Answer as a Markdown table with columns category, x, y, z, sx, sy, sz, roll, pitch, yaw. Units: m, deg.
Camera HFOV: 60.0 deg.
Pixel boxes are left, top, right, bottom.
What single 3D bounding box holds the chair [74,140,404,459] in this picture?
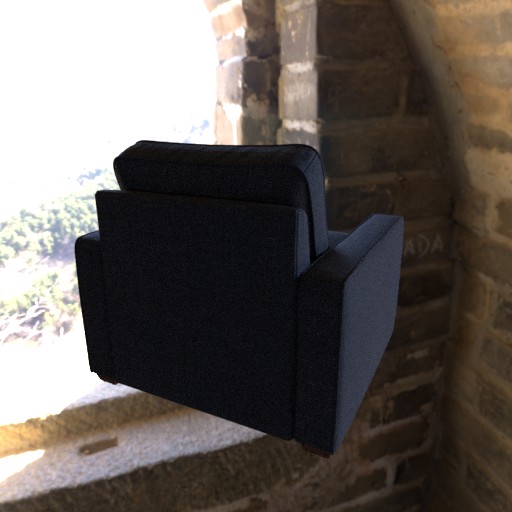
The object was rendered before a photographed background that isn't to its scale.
| category | x | y | z | sx | sy | sz | roll | pitch | yaw |
| --- | --- | --- | --- | --- | --- | --- | --- | --- | --- |
| chair | 0.000 | 0.000 | 1.777 | 1.017 | 0.919 | 0.940 | 9 | 19 | 26 |
